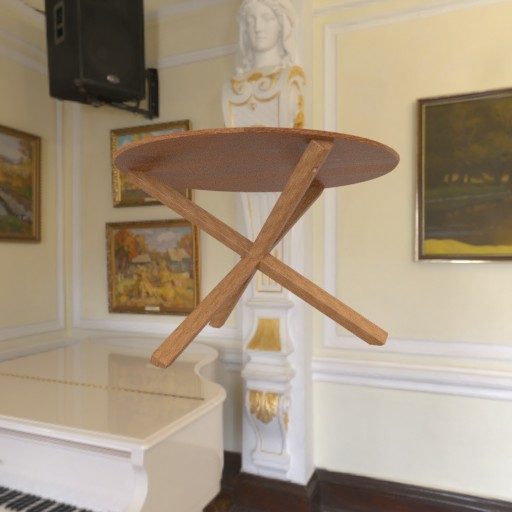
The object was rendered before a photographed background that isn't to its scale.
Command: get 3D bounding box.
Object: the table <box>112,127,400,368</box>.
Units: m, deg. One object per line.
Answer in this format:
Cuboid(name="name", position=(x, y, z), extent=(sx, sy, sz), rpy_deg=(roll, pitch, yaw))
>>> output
Cuboid(name="table", position=(0.000, 0.000, 1.676), extent=(1.038, 0.666, 1.038), rpy_deg=(0, -1, 0))
